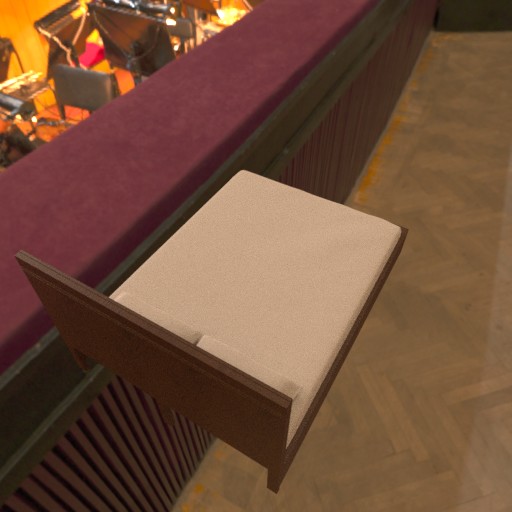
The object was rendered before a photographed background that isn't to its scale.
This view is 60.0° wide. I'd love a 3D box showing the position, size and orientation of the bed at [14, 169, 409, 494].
[{"bbox_3d":[0.000,0.000,3.105,1.613,1.169,2.221,24,51,20],"label":"bed"}]
